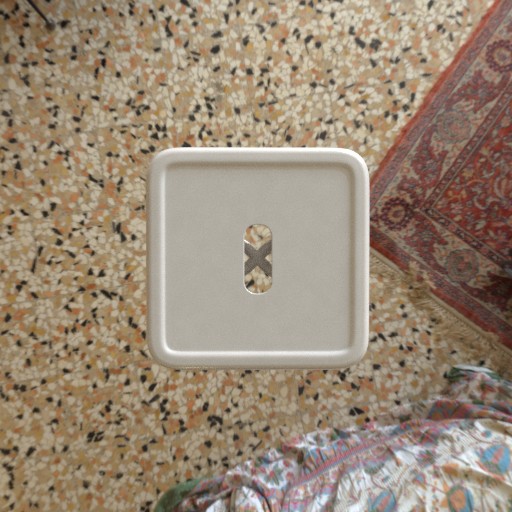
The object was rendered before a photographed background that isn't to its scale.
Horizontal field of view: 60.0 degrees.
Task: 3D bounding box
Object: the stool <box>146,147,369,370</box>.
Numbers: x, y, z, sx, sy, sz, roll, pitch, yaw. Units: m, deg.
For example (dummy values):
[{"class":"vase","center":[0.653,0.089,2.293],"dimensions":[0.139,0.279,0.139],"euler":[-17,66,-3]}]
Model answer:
[{"class":"stool","center":[0.000,0.000,0.882],"dimensions":[0.406,0.610,0.406],"euler":[0,91,0]}]
